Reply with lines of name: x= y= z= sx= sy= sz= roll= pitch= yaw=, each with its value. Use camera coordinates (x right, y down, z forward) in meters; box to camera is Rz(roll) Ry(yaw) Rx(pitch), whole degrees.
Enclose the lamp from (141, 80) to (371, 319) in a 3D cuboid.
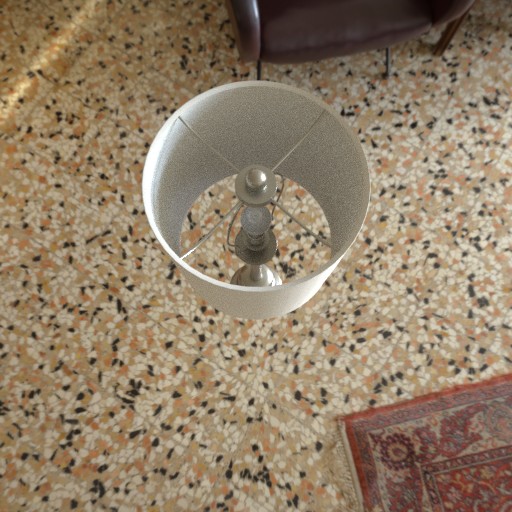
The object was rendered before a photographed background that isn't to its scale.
lamp: x=0.000 y=0.000 z=0.812 sx=0.254 sy=0.690 sz=0.254 roll=41 pitch=79 yaw=10
